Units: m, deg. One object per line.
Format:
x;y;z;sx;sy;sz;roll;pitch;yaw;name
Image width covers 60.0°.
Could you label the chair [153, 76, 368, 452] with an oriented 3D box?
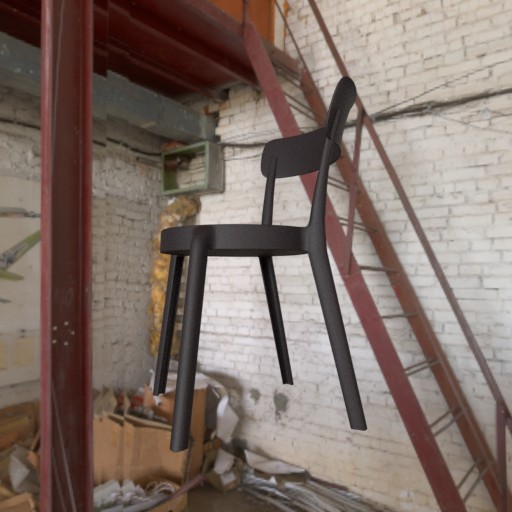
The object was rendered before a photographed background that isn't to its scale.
0.000;0.000;1.161;0.491;0.790;0.506;1;-3;-18;chair
